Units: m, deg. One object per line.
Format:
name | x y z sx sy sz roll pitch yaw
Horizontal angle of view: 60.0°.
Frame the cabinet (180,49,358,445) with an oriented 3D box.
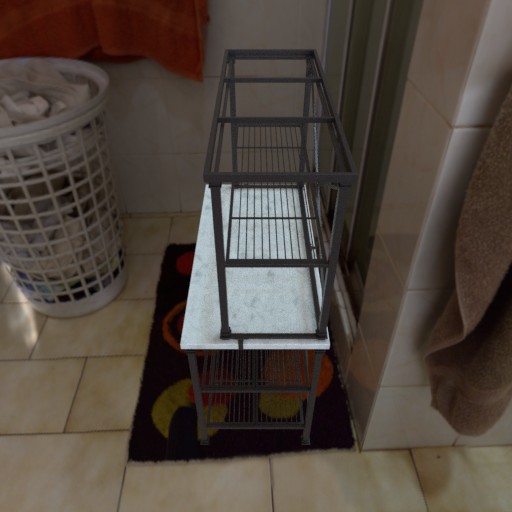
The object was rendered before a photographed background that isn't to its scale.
cabinet | 0.000 0.000 2.272 0.610 1.659 1.210 0 41 0
